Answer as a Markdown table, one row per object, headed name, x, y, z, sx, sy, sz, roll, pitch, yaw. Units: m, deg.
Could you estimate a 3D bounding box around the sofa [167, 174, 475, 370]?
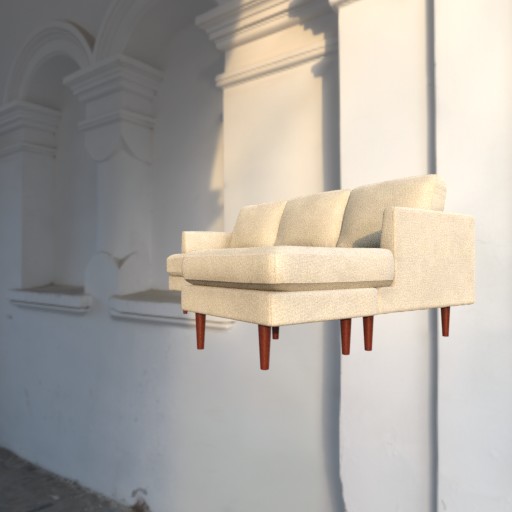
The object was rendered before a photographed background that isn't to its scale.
| name | x | y | z | sx | sy | sz | roll | pitch | yaw |
| --- | --- | --- | --- | --- | --- | --- | --- | --- | --- |
| sofa | 0.000 | 0.000 | 2.995 | 1.504 | 0.956 | 2.233 | 1 | -1 | -37 |
